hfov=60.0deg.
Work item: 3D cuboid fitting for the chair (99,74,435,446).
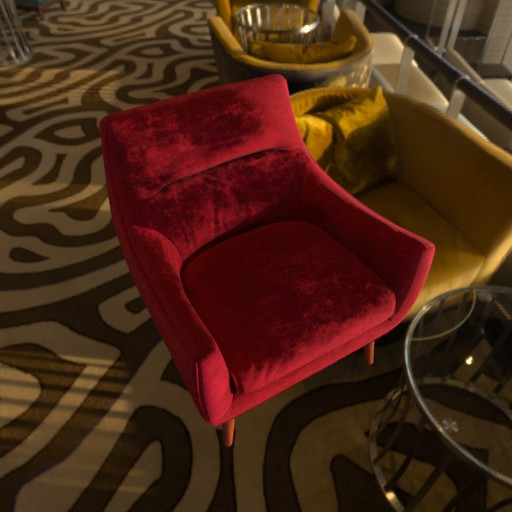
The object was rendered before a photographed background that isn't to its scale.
[{"bbox_3d":[0.000,0.000,1.440,0.762,0.838,0.787,-22,49,-21],"label":"chair"}]
